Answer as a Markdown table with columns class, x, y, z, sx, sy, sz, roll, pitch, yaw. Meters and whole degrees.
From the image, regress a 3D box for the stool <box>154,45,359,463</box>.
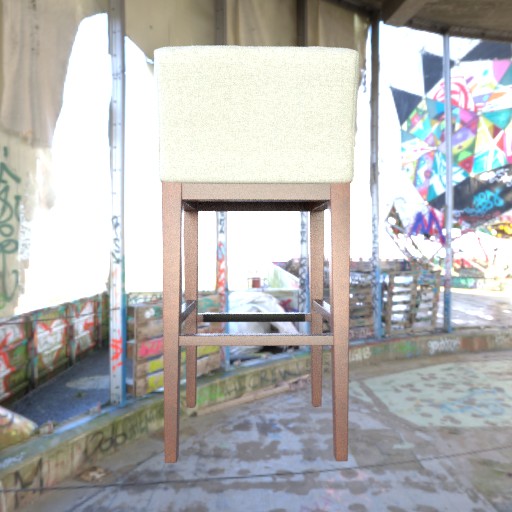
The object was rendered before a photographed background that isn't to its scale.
| class | x | y | z | sx | sy | sz | roll | pitch | yaw |
| --- | --- | --- | --- | --- | --- | --- | --- | --- | --- |
| stool | 0.000 | 0.000 | 1.308 | 0.511 | 1.037 | 0.500 | 0 | 0 | -1 |
